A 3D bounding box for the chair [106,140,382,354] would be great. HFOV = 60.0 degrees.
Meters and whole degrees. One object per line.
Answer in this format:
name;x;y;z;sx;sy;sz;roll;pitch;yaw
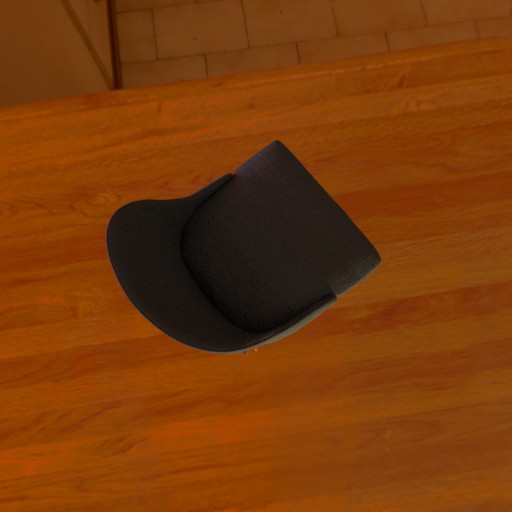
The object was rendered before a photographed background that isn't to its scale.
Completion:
chair;0.000;0.000;1.239;0.559;0.896;0.478;-38;81;-7
